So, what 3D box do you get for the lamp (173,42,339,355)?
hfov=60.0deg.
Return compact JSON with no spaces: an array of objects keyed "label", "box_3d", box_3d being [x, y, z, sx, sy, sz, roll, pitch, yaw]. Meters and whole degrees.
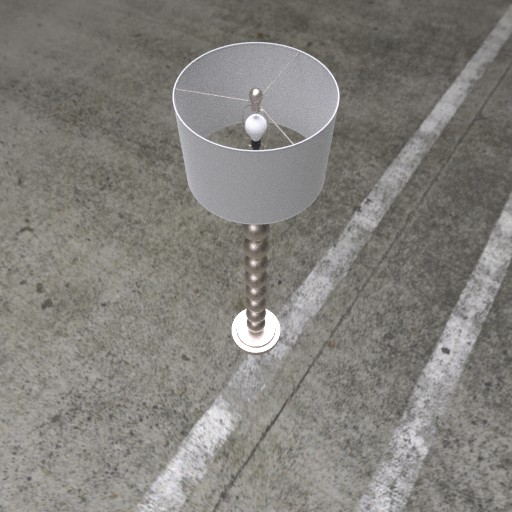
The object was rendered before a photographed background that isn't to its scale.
[{"label":"lamp","box_3d":[0.000,0.000,1.662,0.394,1.474,0.394,30,63,17]}]
